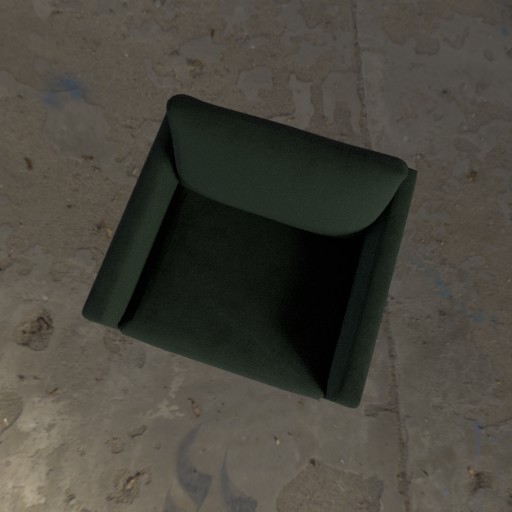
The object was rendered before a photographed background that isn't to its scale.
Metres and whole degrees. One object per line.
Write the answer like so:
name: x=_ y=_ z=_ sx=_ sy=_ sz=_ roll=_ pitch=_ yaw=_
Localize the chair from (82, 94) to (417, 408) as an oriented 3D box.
chair: x=0.000 y=0.000 z=1.679 sx=0.963 sy=0.861 sz=0.866 roll=17 pitch=76 yaw=5
